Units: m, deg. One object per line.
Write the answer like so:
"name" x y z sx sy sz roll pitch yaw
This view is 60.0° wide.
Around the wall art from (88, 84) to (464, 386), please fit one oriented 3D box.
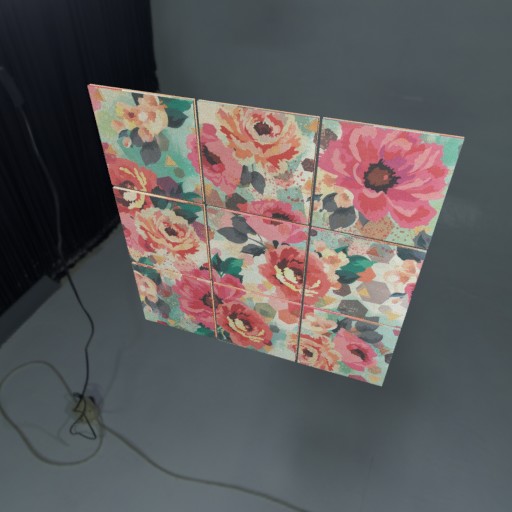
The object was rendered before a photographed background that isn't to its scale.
"wall art" 0.000 0.000 1.328 0.911 0.910 0.012 13 43 14
